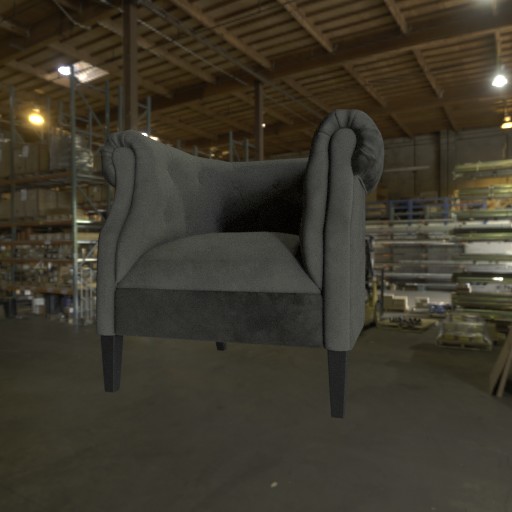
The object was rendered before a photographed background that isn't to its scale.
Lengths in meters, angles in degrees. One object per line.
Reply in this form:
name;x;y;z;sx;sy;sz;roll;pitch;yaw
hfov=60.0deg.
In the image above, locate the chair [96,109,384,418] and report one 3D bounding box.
chair;0.000;0.000;1.610;0.904;0.826;0.851;0;0;18
